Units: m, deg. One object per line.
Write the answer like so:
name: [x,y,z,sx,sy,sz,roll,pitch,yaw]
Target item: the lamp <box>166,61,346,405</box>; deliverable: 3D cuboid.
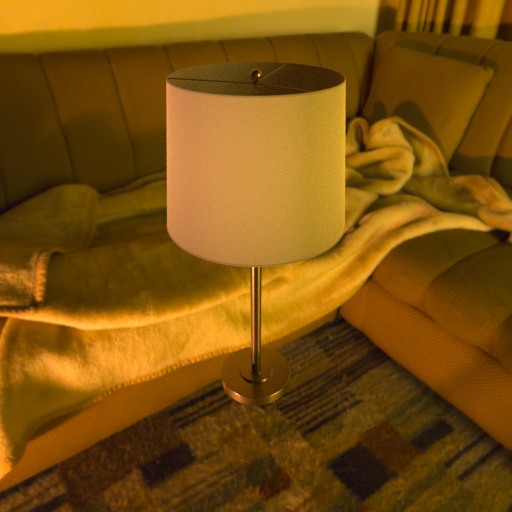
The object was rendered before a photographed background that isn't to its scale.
lamp: [0.000,0.000,0.884,0.333,0.696,0.333,0,32,0]
